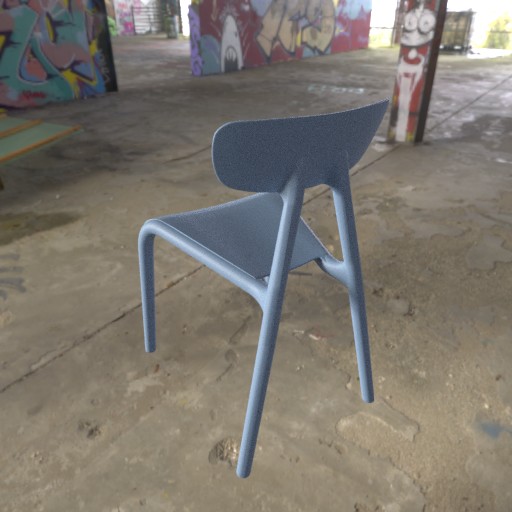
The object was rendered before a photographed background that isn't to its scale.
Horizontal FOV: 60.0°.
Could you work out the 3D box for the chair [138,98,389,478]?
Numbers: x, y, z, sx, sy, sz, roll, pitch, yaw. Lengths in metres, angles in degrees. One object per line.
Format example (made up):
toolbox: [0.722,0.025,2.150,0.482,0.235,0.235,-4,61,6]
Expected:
chair: [0.000,0.000,0.818,0.356,0.580,0.401,-18,35,-28]
